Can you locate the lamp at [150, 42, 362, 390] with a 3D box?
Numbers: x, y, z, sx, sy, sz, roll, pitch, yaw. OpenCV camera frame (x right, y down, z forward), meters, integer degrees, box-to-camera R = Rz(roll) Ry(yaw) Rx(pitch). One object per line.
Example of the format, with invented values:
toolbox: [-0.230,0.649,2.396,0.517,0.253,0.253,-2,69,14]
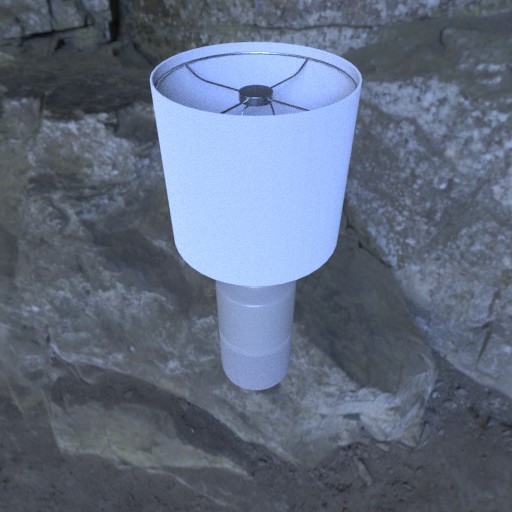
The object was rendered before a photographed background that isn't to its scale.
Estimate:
lamp: [0.000,0.000,0.611,0.212,0.493,0.212,26,48,27]
